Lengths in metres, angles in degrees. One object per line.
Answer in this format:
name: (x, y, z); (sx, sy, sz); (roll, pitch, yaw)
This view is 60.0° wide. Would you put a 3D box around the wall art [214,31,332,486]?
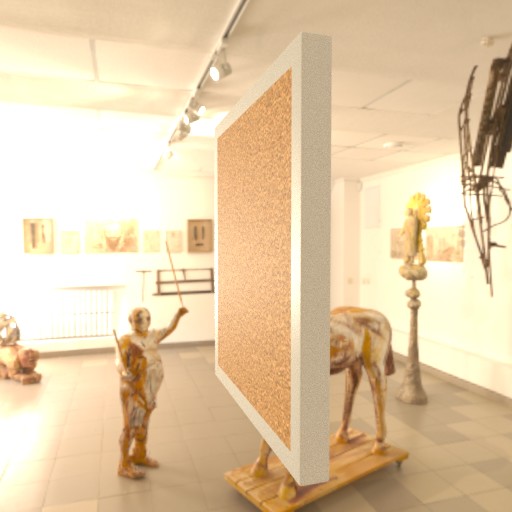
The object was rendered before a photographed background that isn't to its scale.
wall art: (0.000, 0.000, 0.530); (0.028, 0.381, 0.331); (-1, 2, -18)
